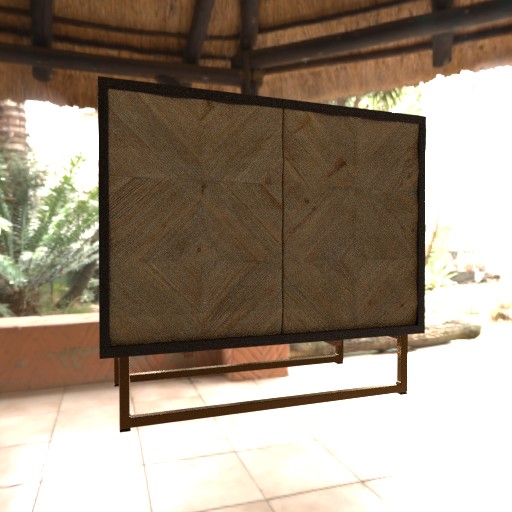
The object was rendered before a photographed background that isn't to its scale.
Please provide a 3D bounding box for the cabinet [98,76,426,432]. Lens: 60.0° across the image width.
[{"bbox_3d":[0.000,0.000,1.421,0.950,0.860,0.451,0,1,-20],"label":"cabinet"}]
